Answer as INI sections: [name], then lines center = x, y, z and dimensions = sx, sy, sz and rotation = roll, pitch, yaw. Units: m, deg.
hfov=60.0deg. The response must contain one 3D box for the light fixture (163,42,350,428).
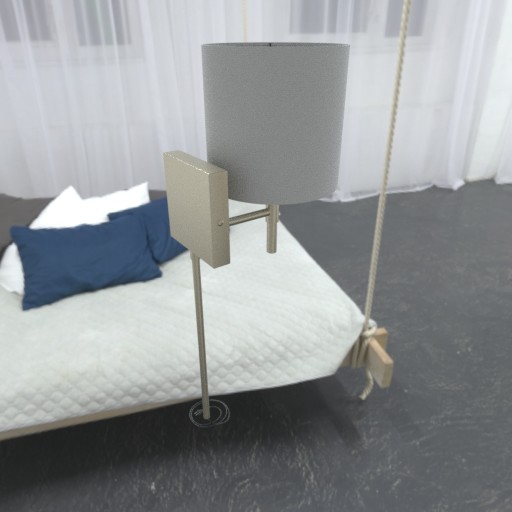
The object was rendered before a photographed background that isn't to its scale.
[light fixture]
center = 0.000, 0.000, 0.684
dimensions = 0.248, 0.589, 0.188
rotation = -18, 32, -31
